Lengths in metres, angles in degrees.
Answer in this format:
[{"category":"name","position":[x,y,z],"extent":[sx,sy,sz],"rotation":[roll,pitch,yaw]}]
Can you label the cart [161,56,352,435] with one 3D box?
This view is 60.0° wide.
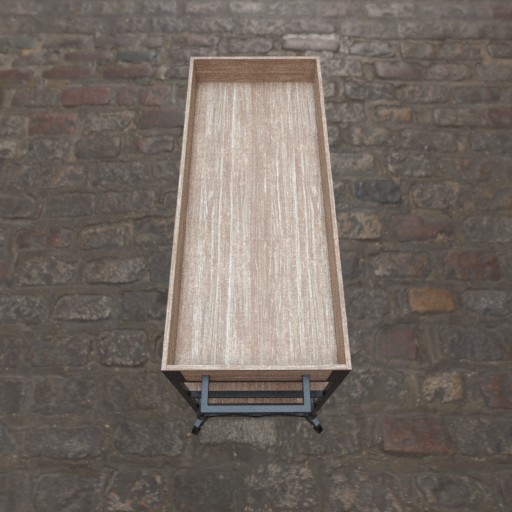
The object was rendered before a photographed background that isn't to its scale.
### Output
[{"category":"cart","position":[0.000,0.000,1.491],"extent":[0.500,0.787,1.101],"rotation":[0,63,0]}]
